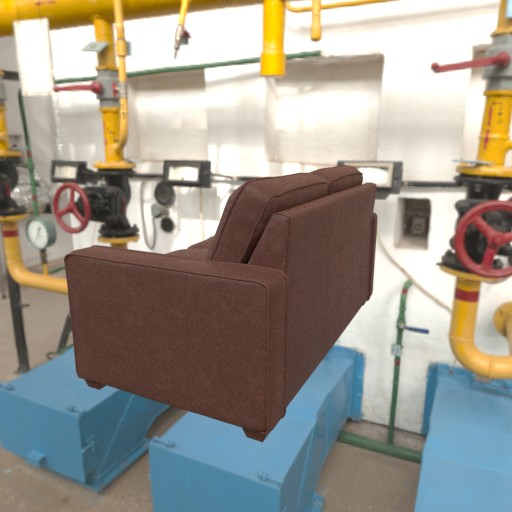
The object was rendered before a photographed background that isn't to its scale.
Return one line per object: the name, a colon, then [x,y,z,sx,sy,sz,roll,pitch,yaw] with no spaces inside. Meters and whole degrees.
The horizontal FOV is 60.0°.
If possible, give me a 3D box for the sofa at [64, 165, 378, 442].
sofa: [0.000,0.000,2.357,0.947,0.918,1.709,7,16,25]
